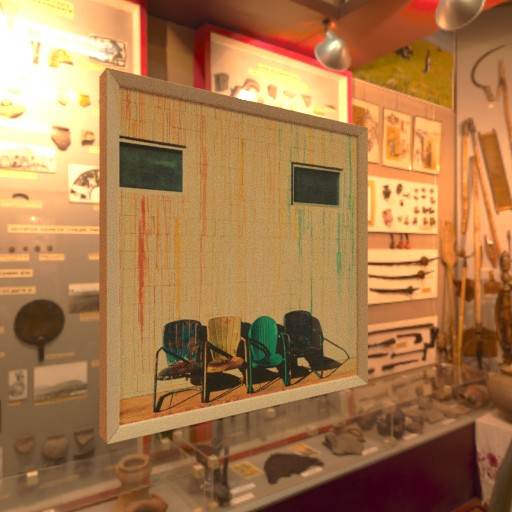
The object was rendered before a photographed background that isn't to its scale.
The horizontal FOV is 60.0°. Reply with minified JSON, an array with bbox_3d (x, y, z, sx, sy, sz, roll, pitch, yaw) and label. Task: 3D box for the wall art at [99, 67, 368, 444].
[{"bbox_3d":[0.000,0.000,0.752,0.508,0.508,0.037,0,0,-34],"label":"wall art"}]
